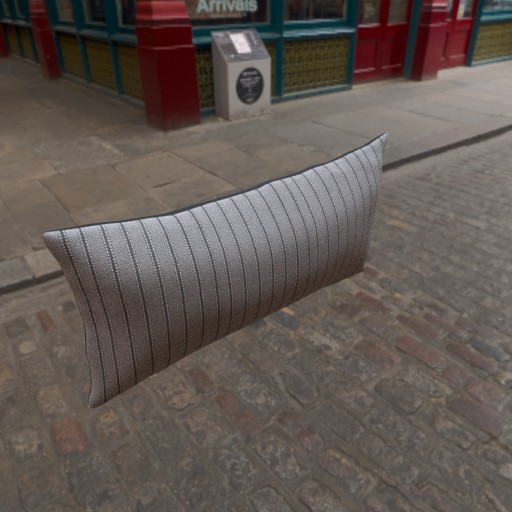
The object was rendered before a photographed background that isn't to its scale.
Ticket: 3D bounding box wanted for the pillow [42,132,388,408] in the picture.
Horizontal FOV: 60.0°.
[{"bbox_3d":[0.000,0.000,0.728,0.609,0.305,0.151,-22,37,-32],"label":"pillow"}]
